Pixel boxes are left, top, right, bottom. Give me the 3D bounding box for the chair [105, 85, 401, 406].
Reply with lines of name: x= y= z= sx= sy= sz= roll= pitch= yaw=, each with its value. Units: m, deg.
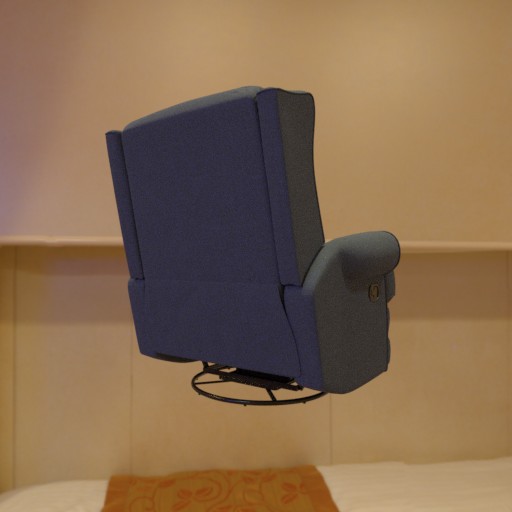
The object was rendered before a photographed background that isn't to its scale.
chair: x=0.000 y=0.000 z=1.744 sx=0.971 sy=1.020 sz=0.877 roll=0 pitch=0 yaw=36
